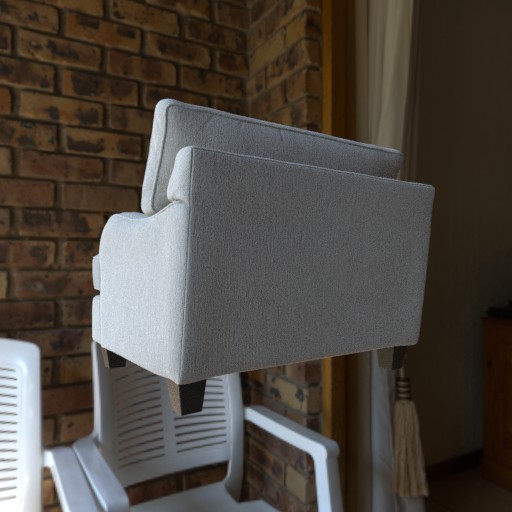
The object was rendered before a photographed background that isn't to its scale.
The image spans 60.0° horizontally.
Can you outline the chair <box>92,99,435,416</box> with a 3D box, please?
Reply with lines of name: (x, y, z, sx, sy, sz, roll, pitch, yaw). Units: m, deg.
chair: (0.000, 0.000, 2.005, 1.220, 1.016, 1.041, 1, -1, -35)
